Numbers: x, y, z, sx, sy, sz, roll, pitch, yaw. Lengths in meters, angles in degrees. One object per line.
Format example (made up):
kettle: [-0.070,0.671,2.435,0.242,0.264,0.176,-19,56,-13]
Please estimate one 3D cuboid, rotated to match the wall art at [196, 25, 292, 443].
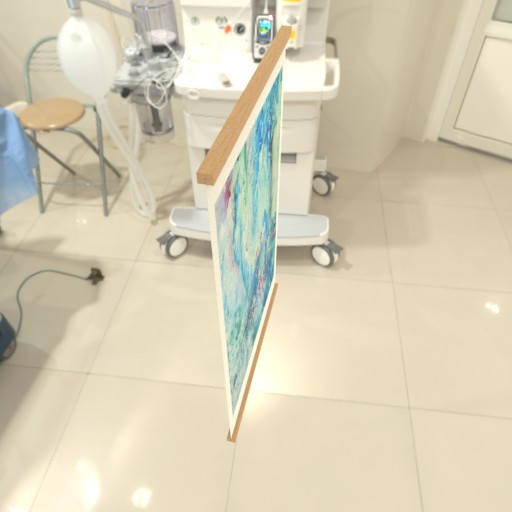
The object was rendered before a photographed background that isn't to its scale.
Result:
wall art: [0.000,0.000,0.636,0.013,0.510,0.335,10,46,9]
